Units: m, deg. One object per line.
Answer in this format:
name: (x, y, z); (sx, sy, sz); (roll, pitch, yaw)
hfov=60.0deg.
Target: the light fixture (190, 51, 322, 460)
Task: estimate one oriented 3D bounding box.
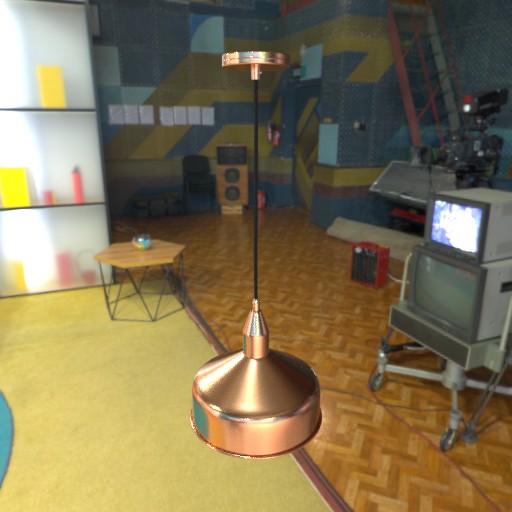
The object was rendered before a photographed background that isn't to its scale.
light fixture: (0.000, 0.000, 0.910); (0.301, 0.754, 0.301); (9, 19, 26)
